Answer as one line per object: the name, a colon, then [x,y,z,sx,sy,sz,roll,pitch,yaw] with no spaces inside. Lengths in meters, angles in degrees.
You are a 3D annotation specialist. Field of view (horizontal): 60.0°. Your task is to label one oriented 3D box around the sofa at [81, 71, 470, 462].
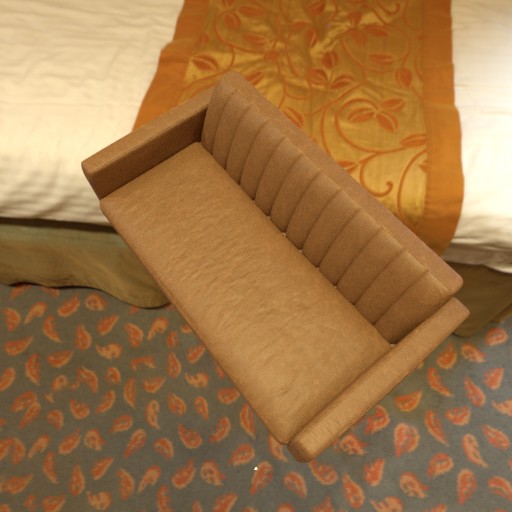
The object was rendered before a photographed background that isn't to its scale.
sofa: [0.000,0.000,2.345,0.993,0.821,1.847,-36,69,-16]
